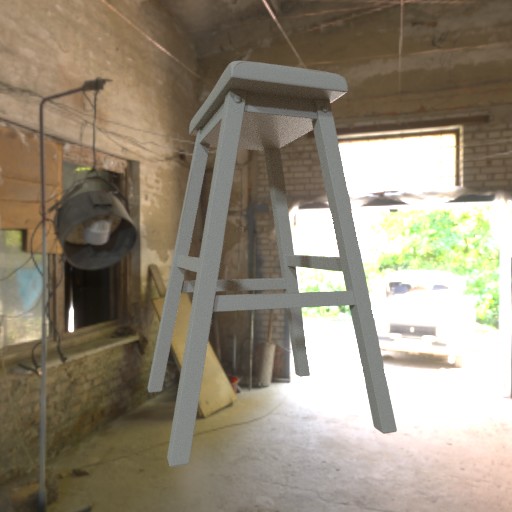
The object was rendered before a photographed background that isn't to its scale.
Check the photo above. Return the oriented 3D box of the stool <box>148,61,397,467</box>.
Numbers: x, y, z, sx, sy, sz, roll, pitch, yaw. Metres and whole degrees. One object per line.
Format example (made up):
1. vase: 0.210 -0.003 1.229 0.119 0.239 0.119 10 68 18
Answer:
1. stool: 0.000 0.000 1.069 0.476 0.737 0.457 0 1 -18
